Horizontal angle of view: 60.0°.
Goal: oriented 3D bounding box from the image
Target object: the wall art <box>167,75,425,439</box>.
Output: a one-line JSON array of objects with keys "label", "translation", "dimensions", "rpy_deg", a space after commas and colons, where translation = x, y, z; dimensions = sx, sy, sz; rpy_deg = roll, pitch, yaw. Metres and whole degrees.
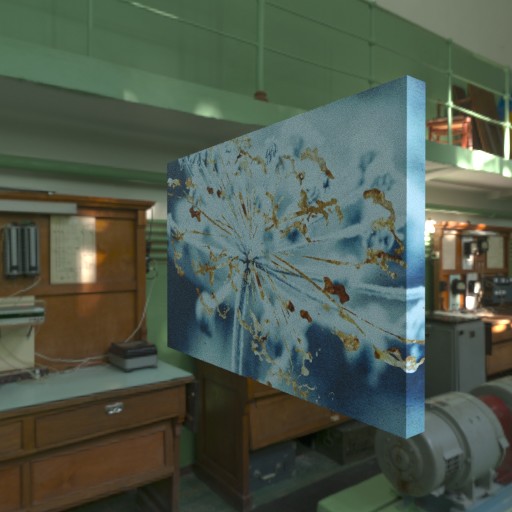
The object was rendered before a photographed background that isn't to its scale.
[{"label": "wall art", "translation": [0.000, 0.000, 0.747], "dimensions": [0.036, 0.405, 0.607], "rpy_deg": [0, 0, -37]}]
